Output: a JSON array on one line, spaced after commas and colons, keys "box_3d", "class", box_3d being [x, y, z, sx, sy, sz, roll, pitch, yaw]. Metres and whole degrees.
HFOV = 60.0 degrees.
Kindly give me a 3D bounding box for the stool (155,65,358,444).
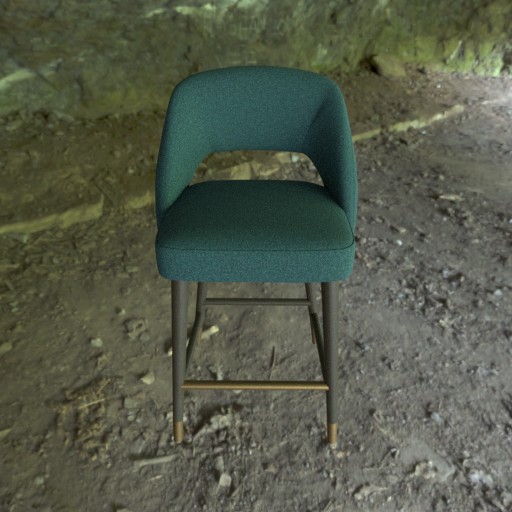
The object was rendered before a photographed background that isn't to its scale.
[{"box_3d": [0.000, 0.000, 1.250, 0.536, 0.939, 0.522, 0, 30, 1], "class": "stool"}]
